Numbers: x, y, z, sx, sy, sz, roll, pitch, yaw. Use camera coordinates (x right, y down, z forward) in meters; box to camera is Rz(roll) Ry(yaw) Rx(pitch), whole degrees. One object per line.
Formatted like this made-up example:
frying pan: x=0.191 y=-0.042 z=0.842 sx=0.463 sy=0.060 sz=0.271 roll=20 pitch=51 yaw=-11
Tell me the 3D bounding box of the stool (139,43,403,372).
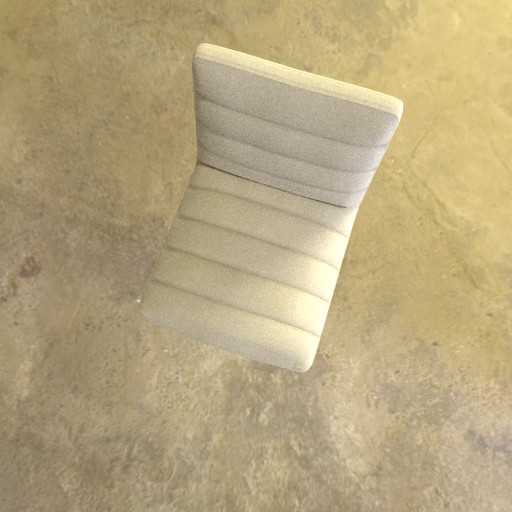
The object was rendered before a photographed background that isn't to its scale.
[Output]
stool: x=0.000 y=0.000 z=1.286 sx=0.459 sy=0.971 sz=0.567 roll=18 pitch=77 yaw=4
